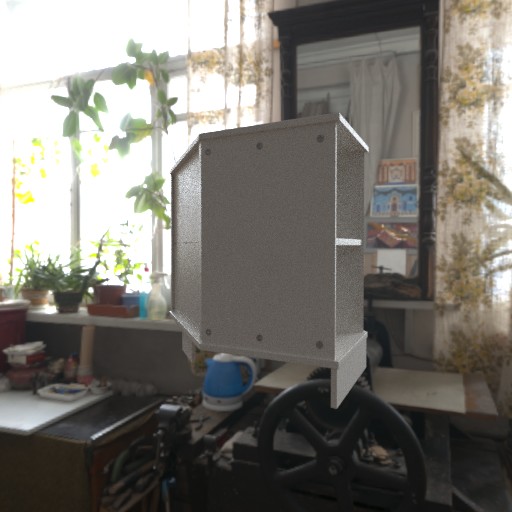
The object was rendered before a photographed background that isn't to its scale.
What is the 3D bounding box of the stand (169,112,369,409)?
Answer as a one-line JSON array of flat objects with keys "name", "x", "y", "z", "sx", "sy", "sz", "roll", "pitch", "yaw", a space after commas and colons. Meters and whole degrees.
[{"name": "stand", "x": 0.000, "y": 0.000, "z": 1.422, "sx": 0.477, "sy": 0.614, "sz": 1.072, "roll": 0, "pitch": 1, "yaw": -18}]
